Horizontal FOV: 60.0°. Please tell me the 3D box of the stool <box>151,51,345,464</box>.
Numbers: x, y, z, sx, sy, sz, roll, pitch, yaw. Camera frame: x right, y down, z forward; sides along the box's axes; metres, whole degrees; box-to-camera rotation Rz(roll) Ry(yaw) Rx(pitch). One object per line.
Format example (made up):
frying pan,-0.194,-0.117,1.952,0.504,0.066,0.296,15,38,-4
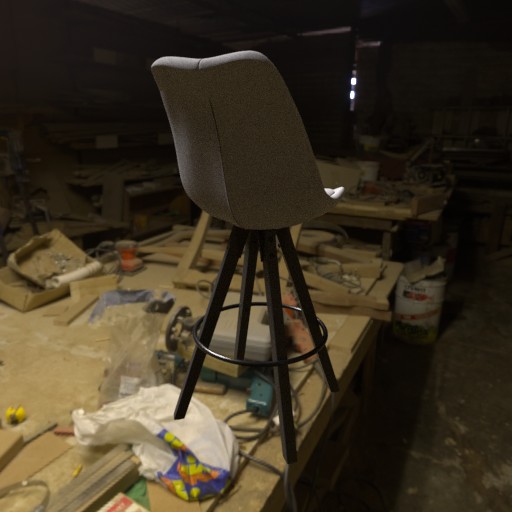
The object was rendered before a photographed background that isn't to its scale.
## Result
stool,0.000,0.000,1.395,0.485,1.115,0.550,9,20,27
